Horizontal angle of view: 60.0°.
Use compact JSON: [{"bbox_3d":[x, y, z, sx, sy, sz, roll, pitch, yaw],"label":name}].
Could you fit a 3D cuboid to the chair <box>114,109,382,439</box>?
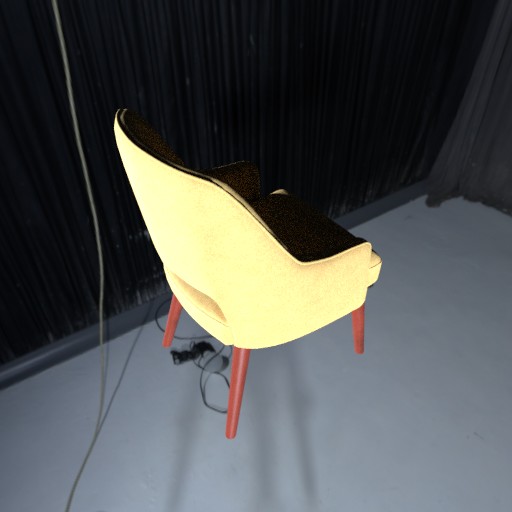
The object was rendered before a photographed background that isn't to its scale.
[{"bbox_3d":[0.000,0.000,1.249,0.605,0.849,0.548,-25,46,-26],"label":"chair"}]
